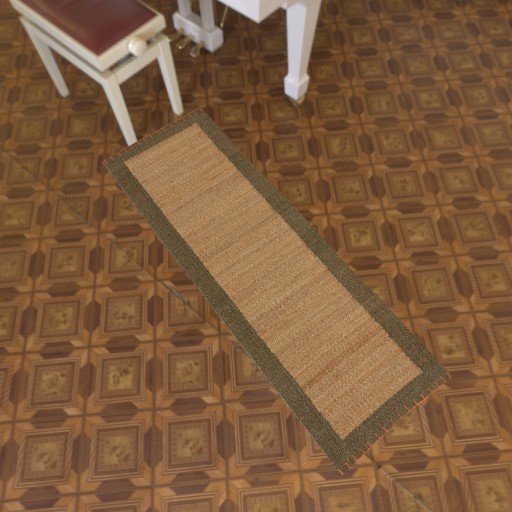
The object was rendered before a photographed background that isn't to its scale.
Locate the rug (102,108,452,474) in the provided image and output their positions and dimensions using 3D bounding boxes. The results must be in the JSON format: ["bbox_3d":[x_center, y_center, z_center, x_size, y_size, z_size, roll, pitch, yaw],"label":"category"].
[{"bbox_3d":[0.000,0.000,2.688,0.810,0.016,2.413,-34,69,-15],"label":"rug"}]
